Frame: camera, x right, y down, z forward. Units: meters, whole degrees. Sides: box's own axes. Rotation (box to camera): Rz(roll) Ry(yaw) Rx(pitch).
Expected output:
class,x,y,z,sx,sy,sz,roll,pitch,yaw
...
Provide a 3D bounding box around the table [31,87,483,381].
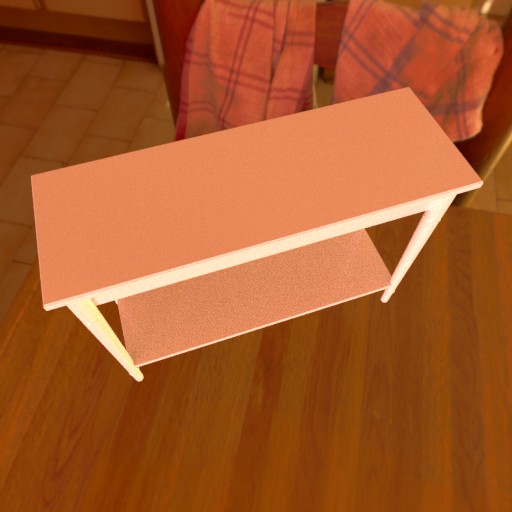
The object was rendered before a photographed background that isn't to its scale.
class,x,y,z,sx,sy,sz,roll,pitch,yaw
table,0.000,0.000,1.426,1.067,0.749,0.381,-16,60,-9
